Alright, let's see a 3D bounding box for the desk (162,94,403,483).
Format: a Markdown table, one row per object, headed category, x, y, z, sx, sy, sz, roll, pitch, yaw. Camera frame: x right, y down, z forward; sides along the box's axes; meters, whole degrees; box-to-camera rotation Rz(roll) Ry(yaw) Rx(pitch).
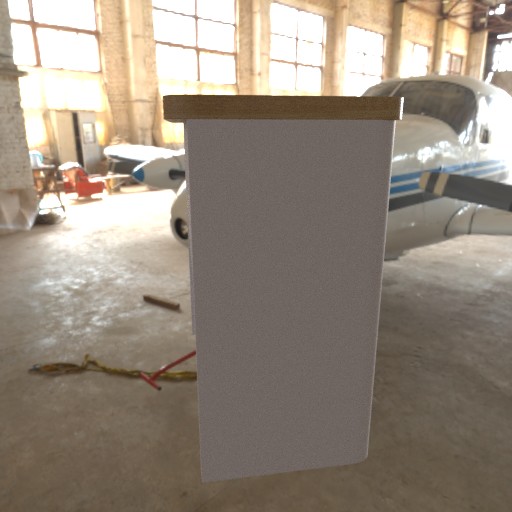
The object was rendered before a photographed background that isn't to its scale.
| category | x | y | z | sx | sy | sz | roll | pitch | yaw |
| --- | --- | --- | --- | --- | --- | --- | --- | --- | --- |
| desk | 0.000 | 0.000 | 1.228 | 0.440 | 0.790 | 0.760 | -3 | 16 | -9 |
